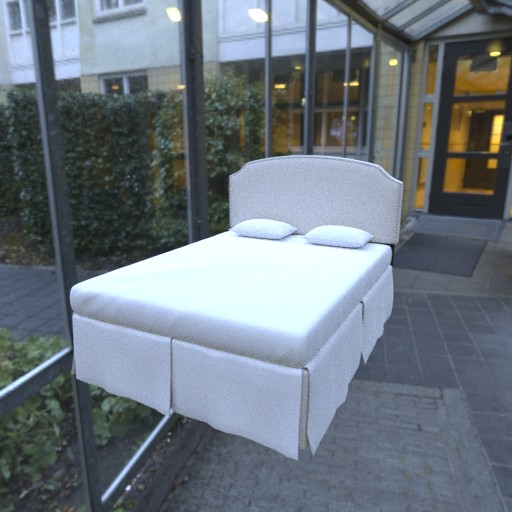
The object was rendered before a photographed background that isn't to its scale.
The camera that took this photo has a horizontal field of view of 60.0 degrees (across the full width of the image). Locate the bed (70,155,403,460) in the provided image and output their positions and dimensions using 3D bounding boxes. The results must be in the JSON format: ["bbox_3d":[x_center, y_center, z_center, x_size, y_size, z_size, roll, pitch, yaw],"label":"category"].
[{"bbox_3d":[0.000,0.000,2.994,1.558,1.270,1.999,7,16,26],"label":"bed"}]
